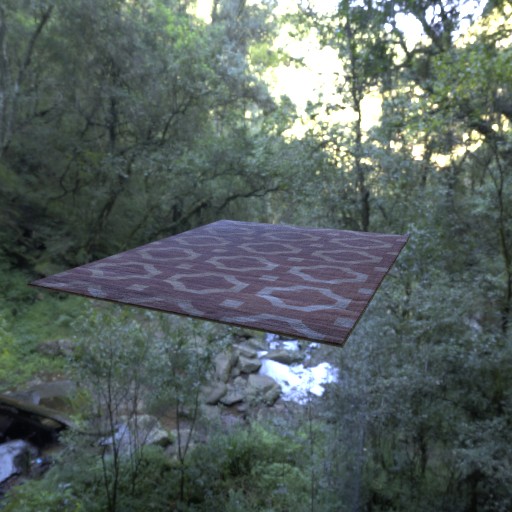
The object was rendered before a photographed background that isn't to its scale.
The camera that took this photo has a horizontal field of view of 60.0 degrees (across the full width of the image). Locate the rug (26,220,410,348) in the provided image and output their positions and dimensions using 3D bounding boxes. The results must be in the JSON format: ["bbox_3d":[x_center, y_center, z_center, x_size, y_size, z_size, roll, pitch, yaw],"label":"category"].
[{"bbox_3d":[0.000,0.000,4.225,2.466,0.021,3.049,7,16,24],"label":"rug"}]
